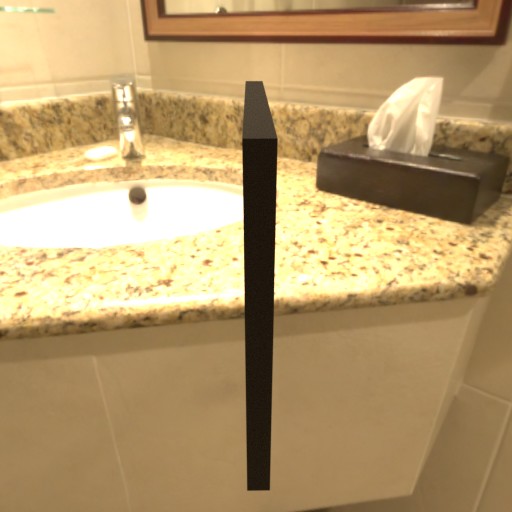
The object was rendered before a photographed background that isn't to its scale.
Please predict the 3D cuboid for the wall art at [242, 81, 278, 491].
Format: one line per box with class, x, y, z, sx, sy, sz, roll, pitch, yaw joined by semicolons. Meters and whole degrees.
wall art;0.000;0.000;0.755;0.033;0.507;0.508;0;27;-1
